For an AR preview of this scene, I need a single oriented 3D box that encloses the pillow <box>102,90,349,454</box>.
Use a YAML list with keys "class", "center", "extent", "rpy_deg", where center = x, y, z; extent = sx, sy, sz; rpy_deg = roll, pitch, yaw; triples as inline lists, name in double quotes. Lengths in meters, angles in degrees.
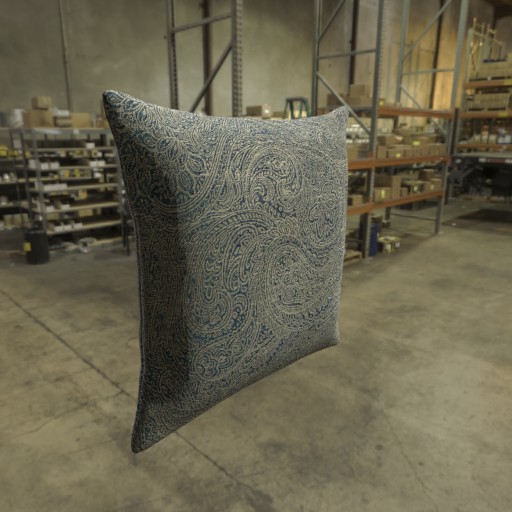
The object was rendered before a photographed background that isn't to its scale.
- class: "pillow"
  center: [0.000, 0.000, 0.764]
  extent: [0.166, 0.510, 0.523]
  rpy_deg: [15, 22, 43]
